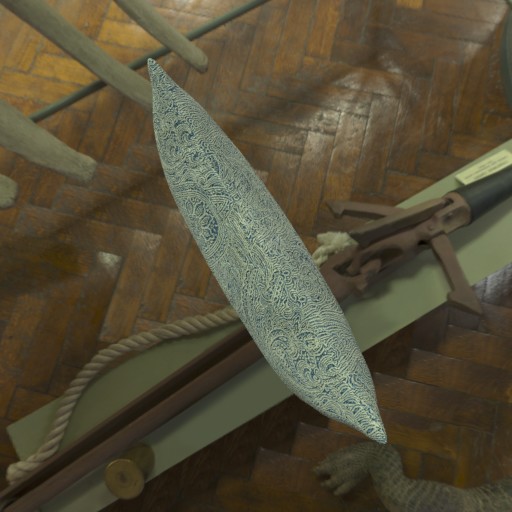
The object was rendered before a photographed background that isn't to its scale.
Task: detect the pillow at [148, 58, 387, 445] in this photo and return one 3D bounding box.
[{"bbox_3d":[0.000,0.000,0.729,0.151,0.295,0.615,-30,78,-7],"label":"pillow"}]
